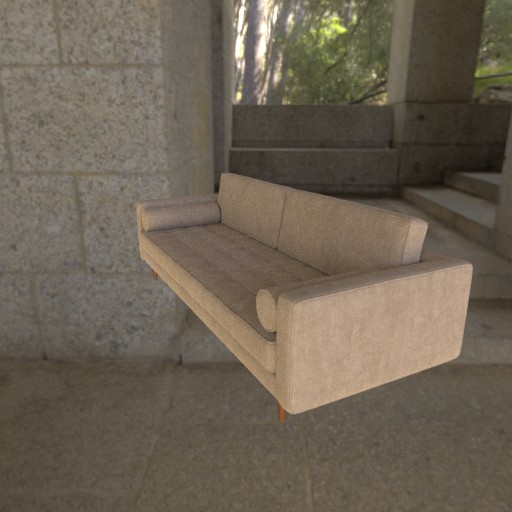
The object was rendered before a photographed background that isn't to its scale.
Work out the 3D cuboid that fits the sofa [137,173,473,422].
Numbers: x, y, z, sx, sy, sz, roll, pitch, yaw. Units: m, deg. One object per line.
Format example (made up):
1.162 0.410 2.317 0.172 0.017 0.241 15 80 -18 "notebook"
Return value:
0.000 0.000 2.612 0.919 0.770 2.200 -9 19 -26 "sofa"
